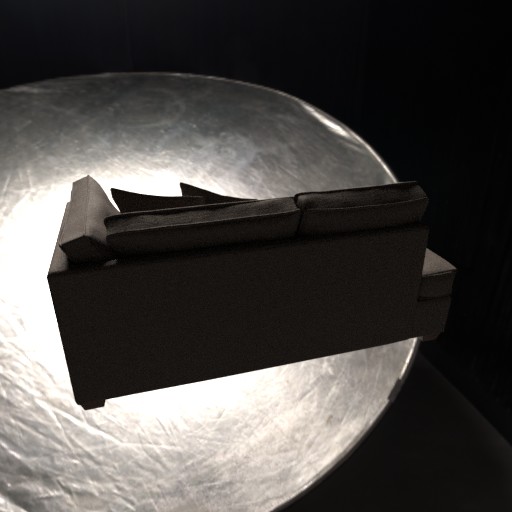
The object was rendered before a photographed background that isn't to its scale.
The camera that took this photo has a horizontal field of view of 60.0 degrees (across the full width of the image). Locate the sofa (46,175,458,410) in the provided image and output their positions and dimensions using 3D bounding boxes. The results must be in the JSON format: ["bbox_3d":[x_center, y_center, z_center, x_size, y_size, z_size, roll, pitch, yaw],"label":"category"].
[{"bbox_3d":[0.000,0.000,2.811,2.237,1.033,1.110,-7,27,-15],"label":"sofa"}]
